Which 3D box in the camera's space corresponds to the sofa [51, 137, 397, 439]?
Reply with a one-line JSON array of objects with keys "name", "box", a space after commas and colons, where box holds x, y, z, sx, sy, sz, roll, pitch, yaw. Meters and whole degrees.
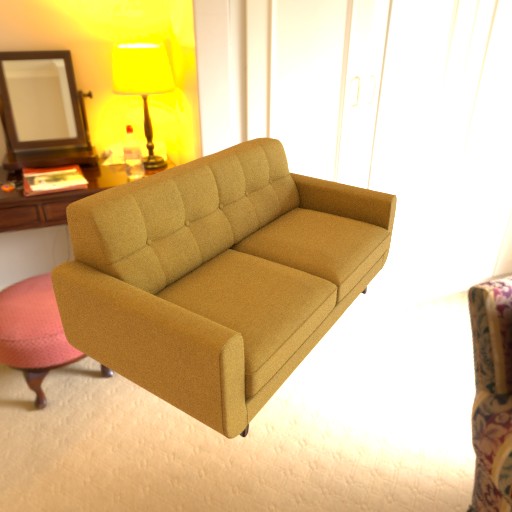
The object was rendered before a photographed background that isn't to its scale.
[{"name": "sofa", "box": [0.000, 0.000, 2.206, 0.909, 0.841, 1.631, 18, 33, 30]}]
